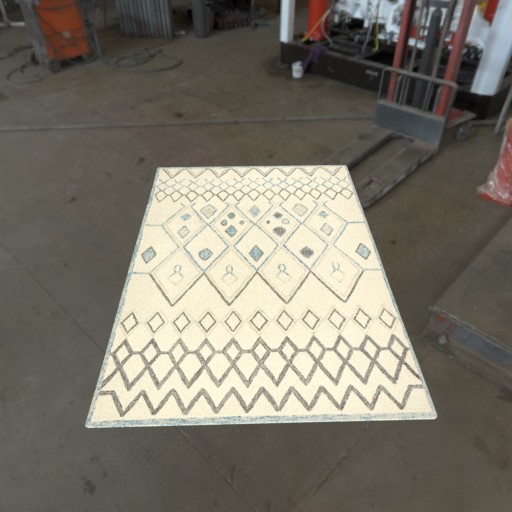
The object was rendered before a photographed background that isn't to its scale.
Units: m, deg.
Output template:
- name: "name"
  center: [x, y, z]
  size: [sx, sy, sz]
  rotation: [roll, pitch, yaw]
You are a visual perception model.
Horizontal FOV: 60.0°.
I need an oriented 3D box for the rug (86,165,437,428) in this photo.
- name: "rug"
  center: [0.000, 0.000, 2.267]
  size: [1.260, 0.009, 1.820]
  rotation: [-1, 41, -1]
